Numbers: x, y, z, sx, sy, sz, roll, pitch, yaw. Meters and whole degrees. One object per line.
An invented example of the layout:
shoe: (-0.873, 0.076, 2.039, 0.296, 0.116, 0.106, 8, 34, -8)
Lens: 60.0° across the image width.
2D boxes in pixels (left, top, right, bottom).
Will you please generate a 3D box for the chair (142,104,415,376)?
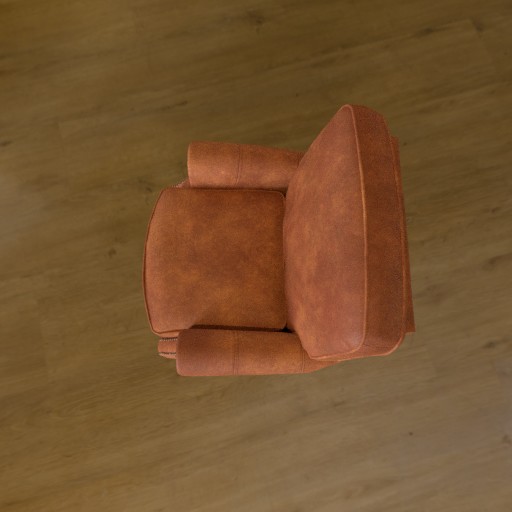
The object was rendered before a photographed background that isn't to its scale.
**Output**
chair: (0.000, 0.000, 1.776, 0.986, 1.018, 0.936, 1, 74, 0)
